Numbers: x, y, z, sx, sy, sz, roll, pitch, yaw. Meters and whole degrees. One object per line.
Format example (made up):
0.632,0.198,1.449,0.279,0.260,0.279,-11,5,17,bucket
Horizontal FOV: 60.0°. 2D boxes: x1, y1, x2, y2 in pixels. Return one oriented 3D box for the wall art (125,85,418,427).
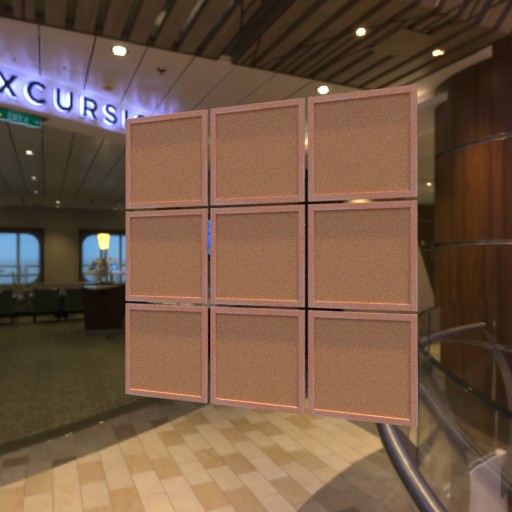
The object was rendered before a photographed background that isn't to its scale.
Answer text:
0.000,0.000,1.775,1.216,1.220,0.013,0,0,19,wall art
